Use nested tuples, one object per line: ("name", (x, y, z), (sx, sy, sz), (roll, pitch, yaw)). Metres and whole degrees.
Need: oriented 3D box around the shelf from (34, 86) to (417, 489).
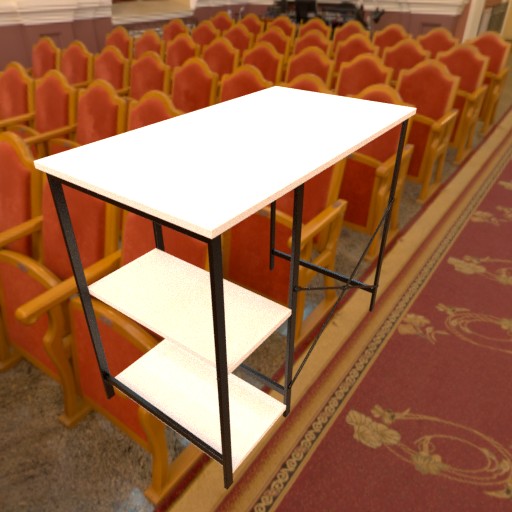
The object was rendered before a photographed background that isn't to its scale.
("shelf", (0.000, 0.000, 1.315), (0.498, 0.750, 0.902), (22, 39, 30))
